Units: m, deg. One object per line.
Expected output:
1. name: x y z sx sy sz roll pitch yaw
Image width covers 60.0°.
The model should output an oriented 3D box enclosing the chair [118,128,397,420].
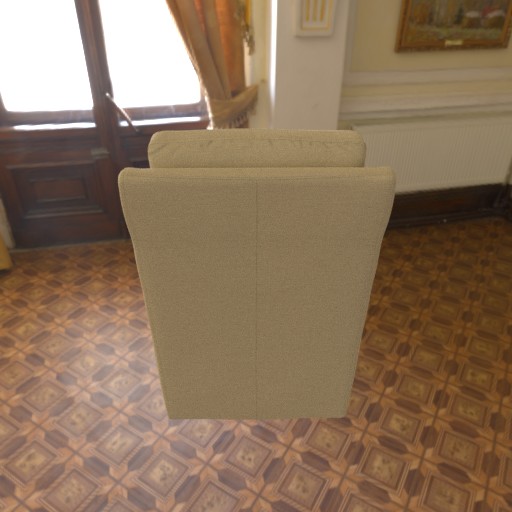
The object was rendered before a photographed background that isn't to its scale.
1. chair: 0.000 0.000 1.411 0.626 0.914 0.694 0 31 -1
